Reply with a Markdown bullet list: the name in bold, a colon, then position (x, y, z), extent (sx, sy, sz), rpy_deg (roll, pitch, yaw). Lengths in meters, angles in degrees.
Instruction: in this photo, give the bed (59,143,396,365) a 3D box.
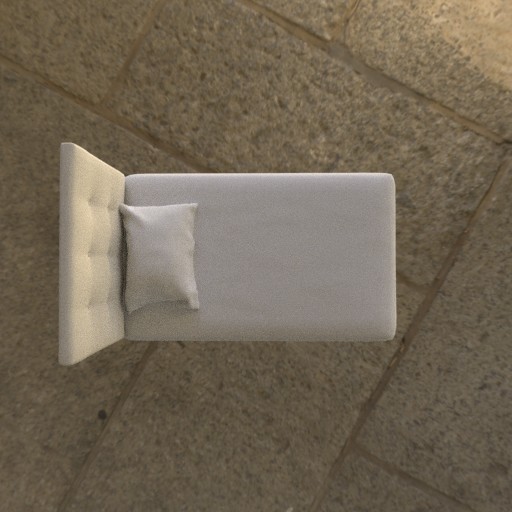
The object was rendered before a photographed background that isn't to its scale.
- **bed**: position (0.000, 0.000, 3.000), extent (1.997, 1.571, 1.261), rpy_deg (0, 89, 1)
